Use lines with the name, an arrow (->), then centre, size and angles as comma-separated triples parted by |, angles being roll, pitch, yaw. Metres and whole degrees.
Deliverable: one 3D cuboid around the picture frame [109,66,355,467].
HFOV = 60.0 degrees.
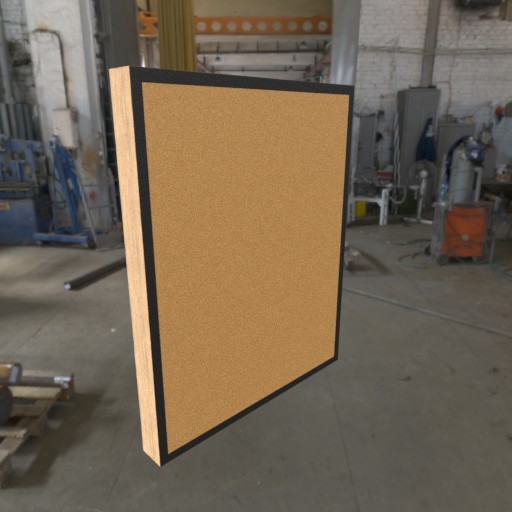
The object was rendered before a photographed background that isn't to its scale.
picture frame -> 0.000, 0.000, 0.706 | 0.421, 0.526, 0.046 | -16, 23, -42
